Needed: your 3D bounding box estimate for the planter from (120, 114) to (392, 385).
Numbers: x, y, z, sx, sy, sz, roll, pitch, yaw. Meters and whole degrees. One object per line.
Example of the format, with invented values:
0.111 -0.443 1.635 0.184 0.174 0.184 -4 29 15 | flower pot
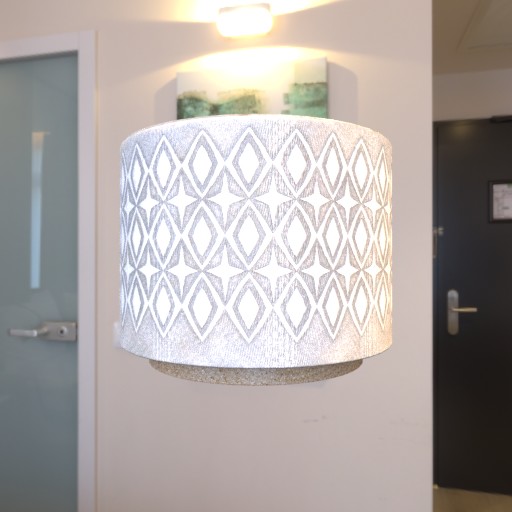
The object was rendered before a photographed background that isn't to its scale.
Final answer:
0.000 0.000 0.317 0.186 0.144 0.186 0 0 0 | planter
